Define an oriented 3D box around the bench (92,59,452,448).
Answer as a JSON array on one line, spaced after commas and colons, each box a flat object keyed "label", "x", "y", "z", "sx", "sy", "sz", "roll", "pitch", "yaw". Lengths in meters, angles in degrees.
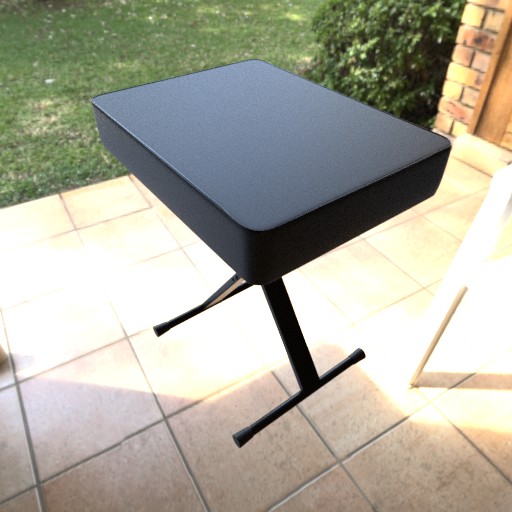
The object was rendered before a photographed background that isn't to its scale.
[{"label": "bench", "x": 0.000, "y": 0.000, "z": 0.771, "sx": 0.321, "sy": 0.500, "sz": 0.424, "roll": -26, "pitch": 47, "yaw": -27}]
